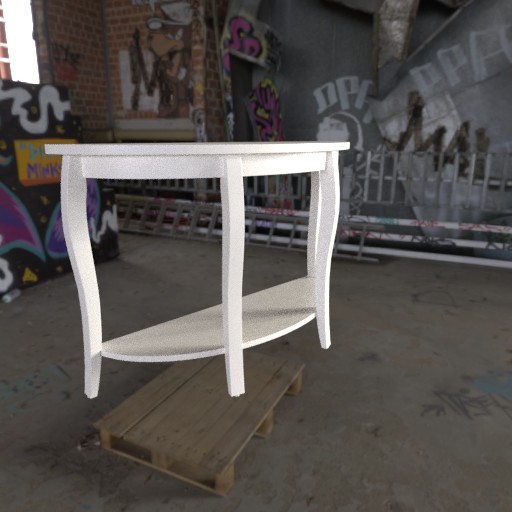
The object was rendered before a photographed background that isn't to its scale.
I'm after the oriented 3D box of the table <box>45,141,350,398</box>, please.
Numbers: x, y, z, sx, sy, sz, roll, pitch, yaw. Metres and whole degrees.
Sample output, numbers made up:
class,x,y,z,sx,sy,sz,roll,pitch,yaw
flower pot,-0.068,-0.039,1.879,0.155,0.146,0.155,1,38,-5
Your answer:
class,x,y,z,sx,sy,sz,roll,pitch,yaw
table,0.000,0.000,1.579,1.219,0.780,0.394,-14,21,-42
